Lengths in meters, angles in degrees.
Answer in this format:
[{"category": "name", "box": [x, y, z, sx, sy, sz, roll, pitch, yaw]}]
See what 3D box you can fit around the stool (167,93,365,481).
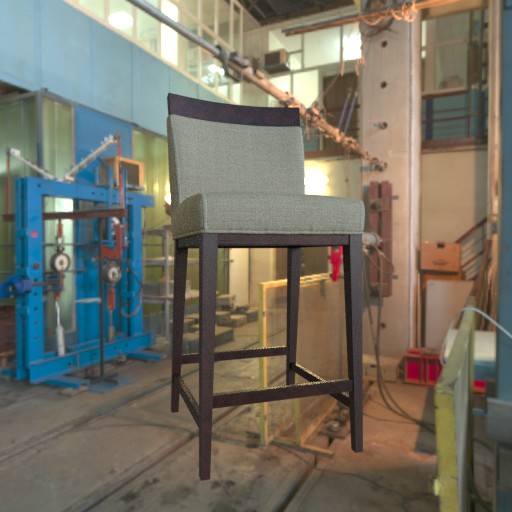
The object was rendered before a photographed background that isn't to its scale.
[{"category": "stool", "box": [0.000, 0.000, 1.292, 0.463, 1.011, 0.480, -1, 2, -19]}]
